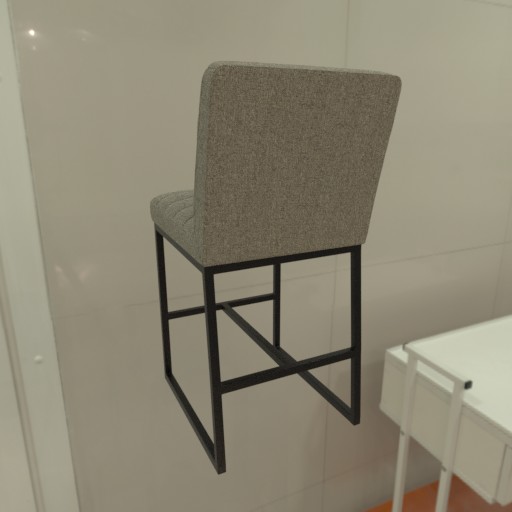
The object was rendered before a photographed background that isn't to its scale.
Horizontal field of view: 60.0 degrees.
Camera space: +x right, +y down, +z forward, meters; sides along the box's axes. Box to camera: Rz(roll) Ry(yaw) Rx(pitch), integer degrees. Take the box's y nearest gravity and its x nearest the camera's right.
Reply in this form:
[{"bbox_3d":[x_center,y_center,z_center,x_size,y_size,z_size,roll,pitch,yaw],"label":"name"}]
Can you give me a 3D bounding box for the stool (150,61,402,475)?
[{"bbox_3d":[0.000,0.000,1.245,0.460,0.940,0.560,-8,18,-25],"label":"stool"}]
